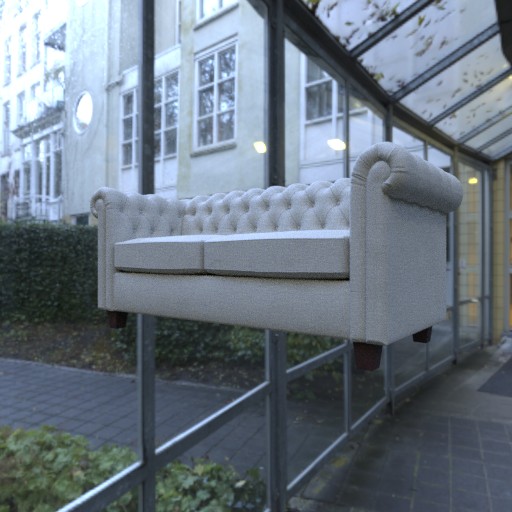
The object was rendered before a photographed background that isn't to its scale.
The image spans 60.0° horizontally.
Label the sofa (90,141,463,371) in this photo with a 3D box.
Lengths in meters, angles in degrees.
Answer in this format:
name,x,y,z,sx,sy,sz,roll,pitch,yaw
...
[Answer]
name,x,y,z,sx,sy,sz,roll,pitch,yaw
sofa,0.000,0.000,2.262,1.798,0.797,0.783,0,0,37
